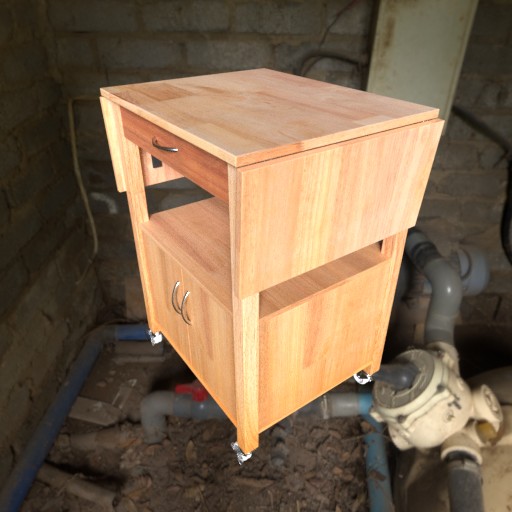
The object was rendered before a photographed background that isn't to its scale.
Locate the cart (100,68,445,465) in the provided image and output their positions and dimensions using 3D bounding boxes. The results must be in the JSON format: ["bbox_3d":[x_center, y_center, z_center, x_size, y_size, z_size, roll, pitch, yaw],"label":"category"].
[{"bbox_3d":[0.000,0.000,1.216,0.508,0.838,0.640,-21,37,-29],"label":"cart"}]
